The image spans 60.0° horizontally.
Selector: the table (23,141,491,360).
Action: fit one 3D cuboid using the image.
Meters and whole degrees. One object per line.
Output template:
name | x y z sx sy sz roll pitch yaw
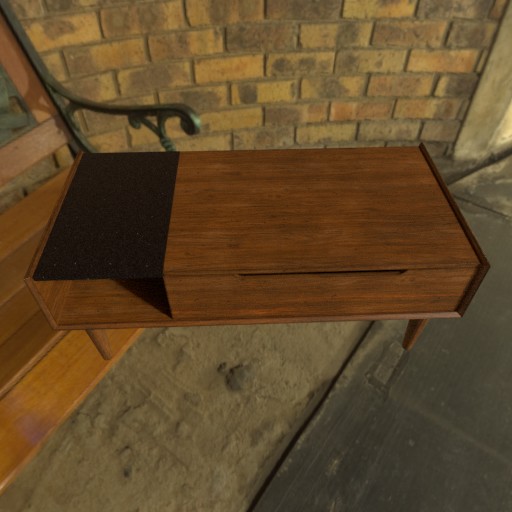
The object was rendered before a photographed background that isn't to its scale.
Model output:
table | 0.000 0.000 1.550 1.221 0.508 0.610 -2 46 -2
